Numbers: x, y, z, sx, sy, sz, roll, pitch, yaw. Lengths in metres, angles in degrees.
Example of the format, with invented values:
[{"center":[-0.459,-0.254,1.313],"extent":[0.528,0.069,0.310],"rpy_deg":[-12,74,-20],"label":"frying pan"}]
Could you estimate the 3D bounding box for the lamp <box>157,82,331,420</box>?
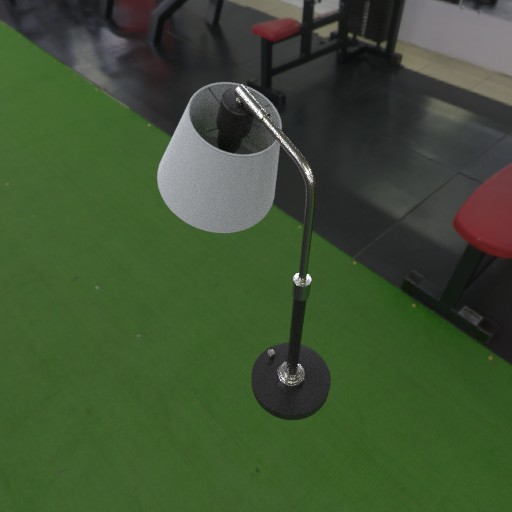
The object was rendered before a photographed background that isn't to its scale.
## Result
[{"center":[0.000,0.000,0.700],"extent":[0.181,0.539,0.348],"rpy_deg":[-32,54,-27],"label":"lamp"}]
